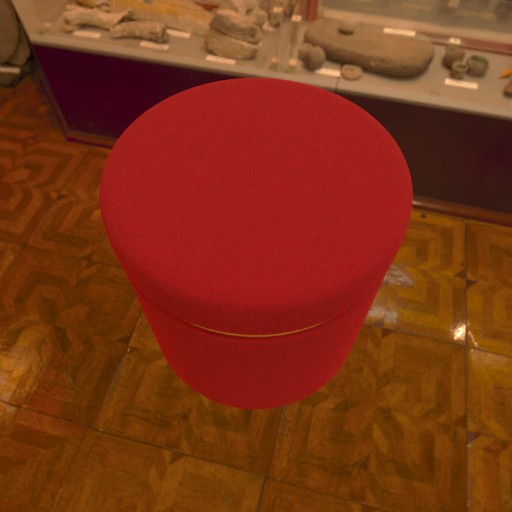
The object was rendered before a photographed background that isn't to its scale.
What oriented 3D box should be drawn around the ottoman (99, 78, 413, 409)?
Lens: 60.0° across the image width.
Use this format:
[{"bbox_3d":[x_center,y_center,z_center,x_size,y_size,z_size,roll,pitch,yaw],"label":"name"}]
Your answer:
[{"bbox_3d":[0.000,0.000,0.727,0.400,0.406,0.400,0,56,0],"label":"ottoman"}]
